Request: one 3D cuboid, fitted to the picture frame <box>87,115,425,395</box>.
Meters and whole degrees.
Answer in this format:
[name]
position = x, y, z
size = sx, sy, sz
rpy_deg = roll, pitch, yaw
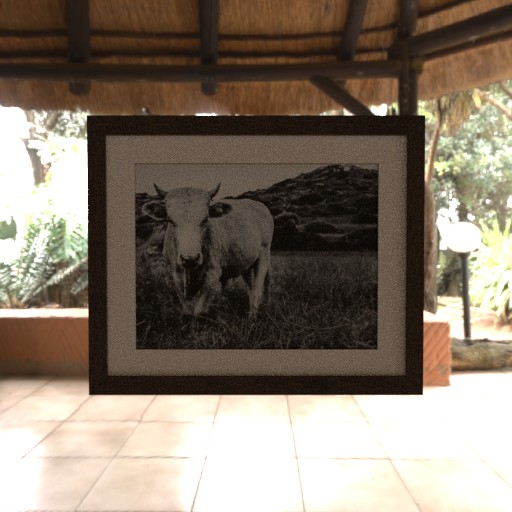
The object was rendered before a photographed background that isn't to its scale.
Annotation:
[picture frame]
position = 0.000, 0.000, 0.733
size = 0.546, 0.455, 0.026
rpy_deg = 0, 1, 0
